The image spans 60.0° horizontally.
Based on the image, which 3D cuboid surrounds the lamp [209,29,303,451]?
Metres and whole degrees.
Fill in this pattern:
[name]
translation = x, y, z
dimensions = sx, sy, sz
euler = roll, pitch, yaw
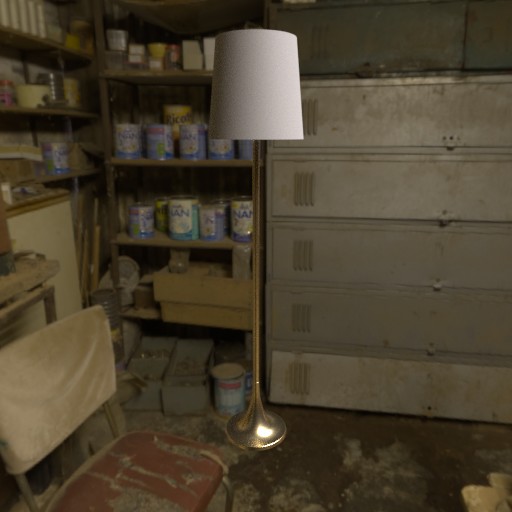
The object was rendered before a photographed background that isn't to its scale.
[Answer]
[lamp]
translation = 0.000, 0.000, 1.696
dimensions = 0.337, 1.543, 0.337
euler = 0, 15, 0
